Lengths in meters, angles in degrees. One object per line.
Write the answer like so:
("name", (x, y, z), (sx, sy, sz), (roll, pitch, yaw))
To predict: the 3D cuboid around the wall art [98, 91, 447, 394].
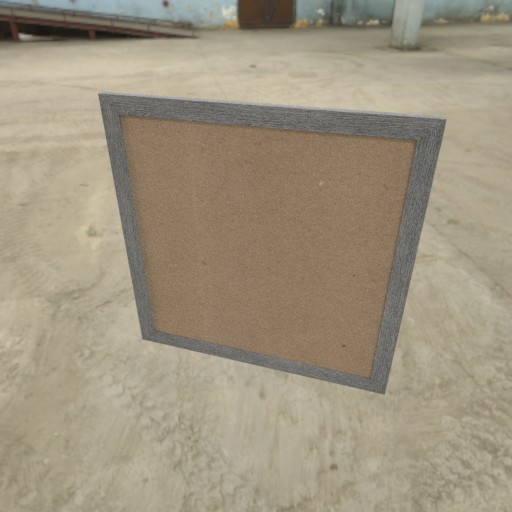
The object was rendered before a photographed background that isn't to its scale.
("wall art", (0.000, 0.000, 1.028), (0.685, 0.685, 0.020), (9, 33, 15))
